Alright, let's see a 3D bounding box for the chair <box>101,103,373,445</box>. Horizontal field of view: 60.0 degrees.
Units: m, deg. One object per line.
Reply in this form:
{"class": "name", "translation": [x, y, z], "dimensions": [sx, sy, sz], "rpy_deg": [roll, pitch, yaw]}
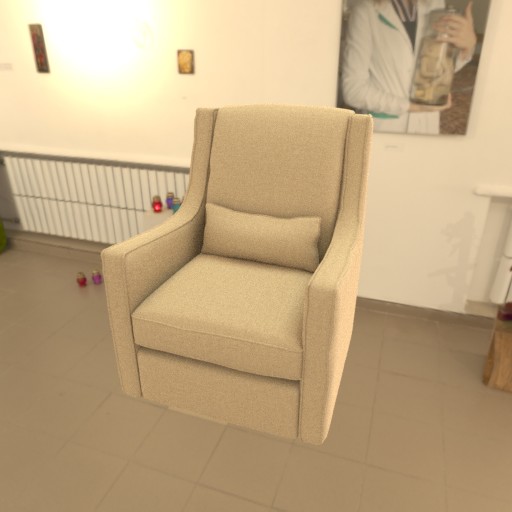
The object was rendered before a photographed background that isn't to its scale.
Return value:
{"class": "chair", "translation": [0.000, 0.000, 1.641], "dimensions": [0.732, 0.993, 0.879], "rpy_deg": [8, 27, 17]}
